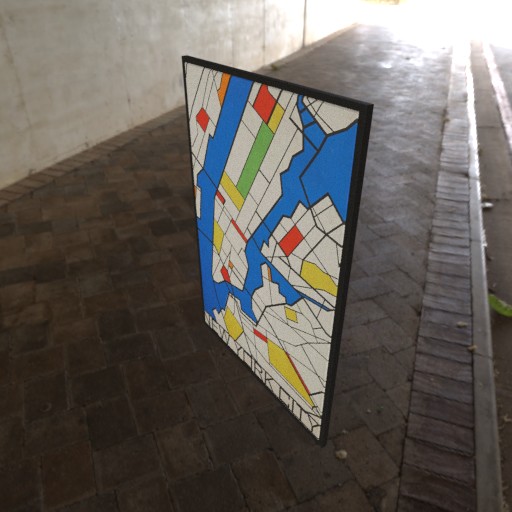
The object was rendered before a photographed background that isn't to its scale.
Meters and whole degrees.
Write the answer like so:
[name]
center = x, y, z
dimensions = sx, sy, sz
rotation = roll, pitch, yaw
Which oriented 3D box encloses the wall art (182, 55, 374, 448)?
[wall art]
center = 0.000, 0.000, 0.853
dimensions = 0.013, 0.657, 0.457
rotation = -21, 38, -30
